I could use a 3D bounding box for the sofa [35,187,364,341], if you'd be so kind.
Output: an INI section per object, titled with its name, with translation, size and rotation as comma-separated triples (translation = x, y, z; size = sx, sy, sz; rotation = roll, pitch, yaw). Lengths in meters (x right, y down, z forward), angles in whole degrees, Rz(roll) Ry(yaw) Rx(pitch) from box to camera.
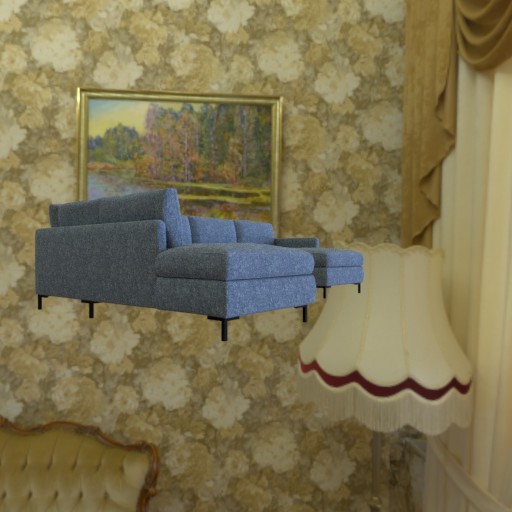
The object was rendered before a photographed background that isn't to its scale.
[sofa]
translation = 0.000, 0.000, 3.585
size = 1.879, 0.756, 2.737
rotation = 0, 0, 39
